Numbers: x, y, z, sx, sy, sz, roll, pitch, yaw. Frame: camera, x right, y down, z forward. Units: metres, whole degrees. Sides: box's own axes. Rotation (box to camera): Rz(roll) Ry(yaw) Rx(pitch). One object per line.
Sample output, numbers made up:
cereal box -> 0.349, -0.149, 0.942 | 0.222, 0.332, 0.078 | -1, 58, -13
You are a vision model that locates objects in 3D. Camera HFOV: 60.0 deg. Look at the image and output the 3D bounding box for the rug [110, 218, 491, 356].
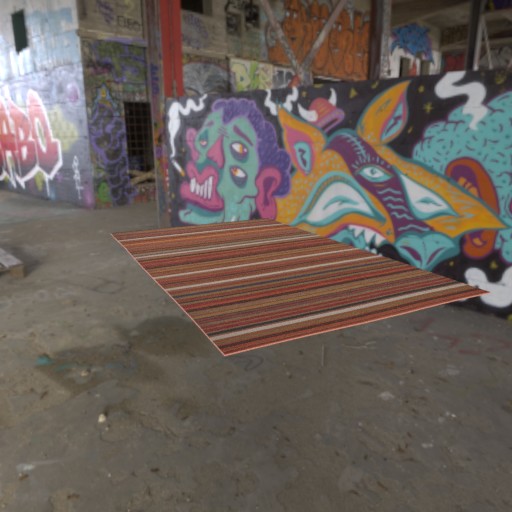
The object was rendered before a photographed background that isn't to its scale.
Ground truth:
rug -> 0.000, 0.000, 3.037 | 1.523, 0.008, 2.438 | -8, 17, -26
